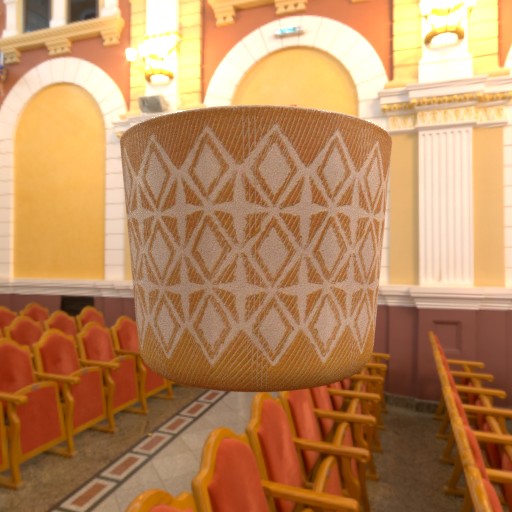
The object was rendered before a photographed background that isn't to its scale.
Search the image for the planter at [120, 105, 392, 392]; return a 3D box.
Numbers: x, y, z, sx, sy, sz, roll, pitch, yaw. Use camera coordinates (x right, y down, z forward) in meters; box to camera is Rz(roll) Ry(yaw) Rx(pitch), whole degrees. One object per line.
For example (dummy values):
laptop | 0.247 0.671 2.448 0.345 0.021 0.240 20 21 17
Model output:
planter | 0.000 0.000 0.215 0.126 0.104 0.126 0 0 0
